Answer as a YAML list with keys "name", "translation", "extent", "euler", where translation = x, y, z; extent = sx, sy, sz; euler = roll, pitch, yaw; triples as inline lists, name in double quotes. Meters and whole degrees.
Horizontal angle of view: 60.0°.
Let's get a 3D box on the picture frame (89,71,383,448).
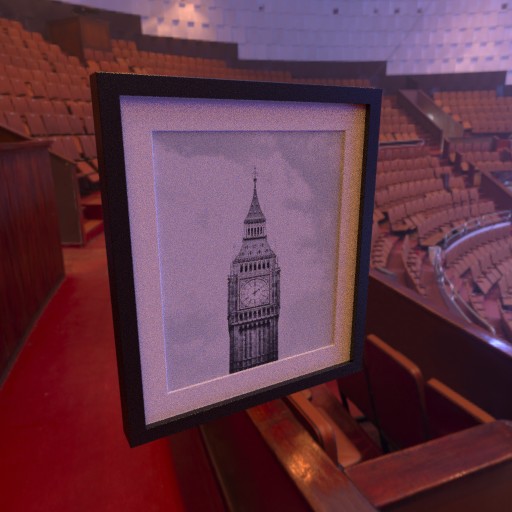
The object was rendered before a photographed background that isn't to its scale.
- name: "picture frame"
  translation: [0.000, 0.000, 0.517]
  extent: [0.328, 0.378, 0.034]
  euler: [-9, 18, -28]
